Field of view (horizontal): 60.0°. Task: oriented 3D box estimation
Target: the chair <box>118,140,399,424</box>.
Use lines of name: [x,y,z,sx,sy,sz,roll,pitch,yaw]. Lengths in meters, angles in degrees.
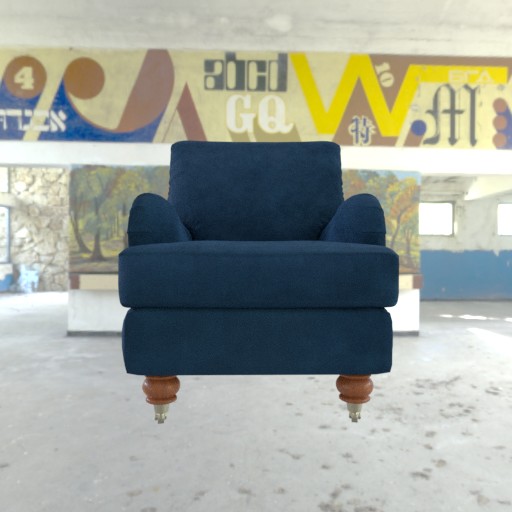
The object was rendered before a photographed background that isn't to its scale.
chair: [0.000,0.000,1.845,0.895,1.076,1.078,0,1,-1]
